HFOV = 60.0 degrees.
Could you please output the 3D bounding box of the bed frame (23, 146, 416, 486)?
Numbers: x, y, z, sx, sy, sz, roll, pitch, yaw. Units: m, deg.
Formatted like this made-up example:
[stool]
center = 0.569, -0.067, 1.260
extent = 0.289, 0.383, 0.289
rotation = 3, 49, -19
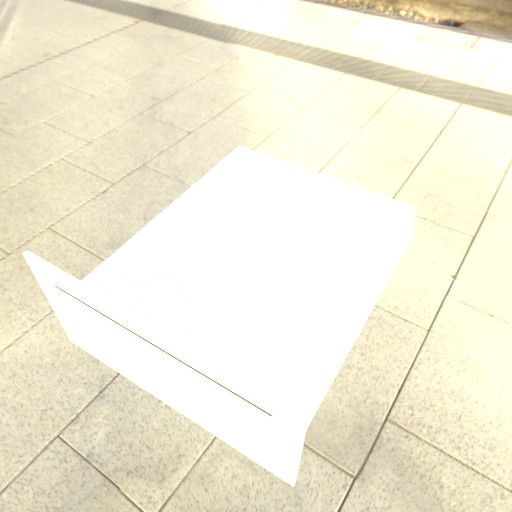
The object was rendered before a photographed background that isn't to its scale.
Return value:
[bed frame]
center = 0.000, 0.000, 3.097
extent = 1.800, 0.900, 2.080
rotation = 24, 51, 21
